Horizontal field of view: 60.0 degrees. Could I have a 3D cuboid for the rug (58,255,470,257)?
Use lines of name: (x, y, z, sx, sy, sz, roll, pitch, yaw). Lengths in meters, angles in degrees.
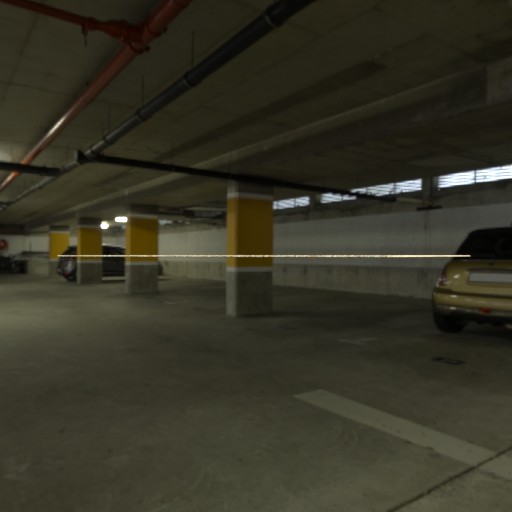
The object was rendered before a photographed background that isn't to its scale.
rug: (0.000, 0.000, 3.080, 2.446, 0.009, 1.529, 0, 0, 36)
